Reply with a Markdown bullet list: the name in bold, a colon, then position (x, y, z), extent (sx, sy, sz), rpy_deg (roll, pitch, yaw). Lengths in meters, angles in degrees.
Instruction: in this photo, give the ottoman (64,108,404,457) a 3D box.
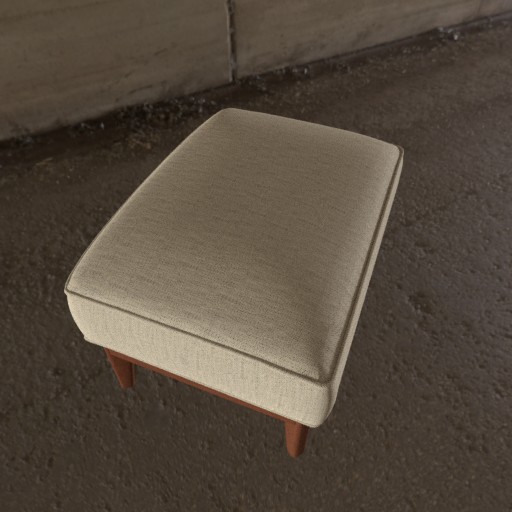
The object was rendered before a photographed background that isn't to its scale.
- **ottoman**: position (0.000, 0.000, 1.165), extent (0.594, 0.465, 0.794), rpy_deg (16, 49, 15)
